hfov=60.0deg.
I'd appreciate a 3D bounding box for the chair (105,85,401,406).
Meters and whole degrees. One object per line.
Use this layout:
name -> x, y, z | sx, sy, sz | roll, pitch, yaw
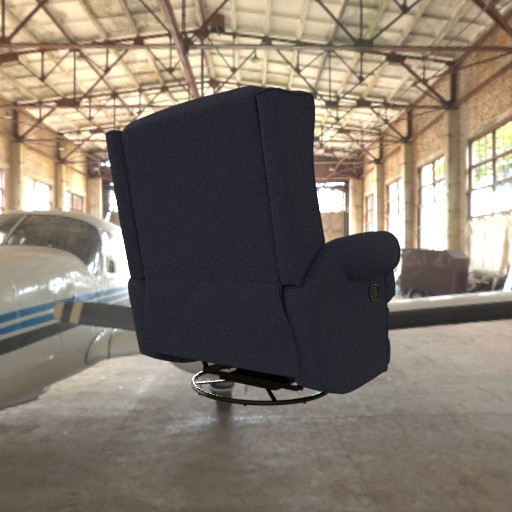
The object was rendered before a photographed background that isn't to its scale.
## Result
chair -> 0.000, 0.000, 1.744 | 0.971, 1.020, 0.877 | 0, 0, 36
